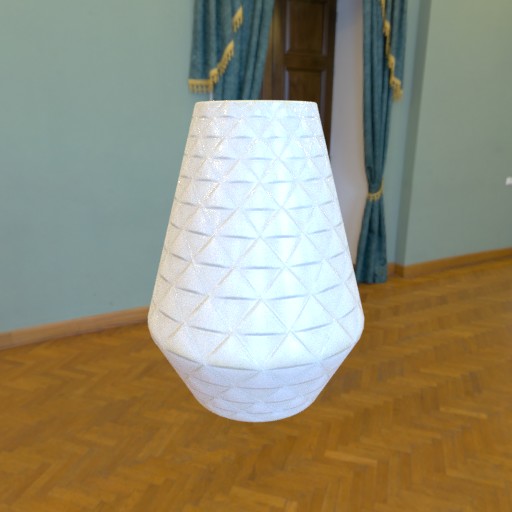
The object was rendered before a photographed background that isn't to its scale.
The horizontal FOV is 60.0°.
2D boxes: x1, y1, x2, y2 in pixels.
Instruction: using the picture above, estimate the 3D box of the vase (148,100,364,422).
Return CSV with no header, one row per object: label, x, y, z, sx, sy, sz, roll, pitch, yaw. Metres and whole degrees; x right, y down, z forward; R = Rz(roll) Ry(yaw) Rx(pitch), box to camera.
vase,0.000,0.000,0.353,0.175,0.230,0.175,0,17,0
